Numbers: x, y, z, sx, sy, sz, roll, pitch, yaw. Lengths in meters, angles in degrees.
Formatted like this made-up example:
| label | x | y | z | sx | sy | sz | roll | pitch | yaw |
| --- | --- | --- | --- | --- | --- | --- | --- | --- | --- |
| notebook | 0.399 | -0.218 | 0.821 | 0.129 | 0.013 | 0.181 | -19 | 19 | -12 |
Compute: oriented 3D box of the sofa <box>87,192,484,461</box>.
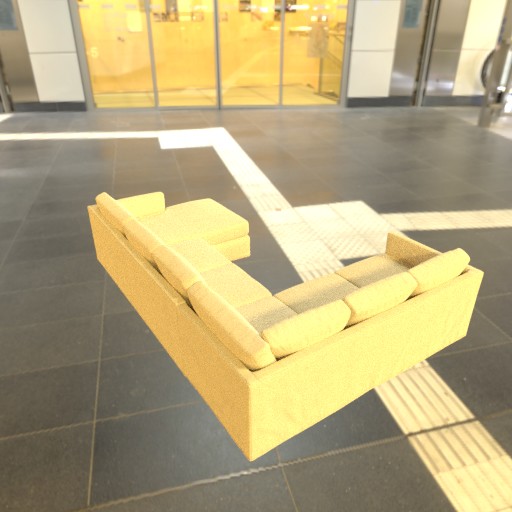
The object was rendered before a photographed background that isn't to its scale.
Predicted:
| label | x | y | z | sx | sy | sz | roll | pitch | yaw |
| --- | --- | --- | --- | --- | --- | --- | --- | --- | --- |
| sofa | 0.000 | 0.000 | 4.592 | 2.427 | 0.882 | 3.460 | -18 | 33 | -29 |
